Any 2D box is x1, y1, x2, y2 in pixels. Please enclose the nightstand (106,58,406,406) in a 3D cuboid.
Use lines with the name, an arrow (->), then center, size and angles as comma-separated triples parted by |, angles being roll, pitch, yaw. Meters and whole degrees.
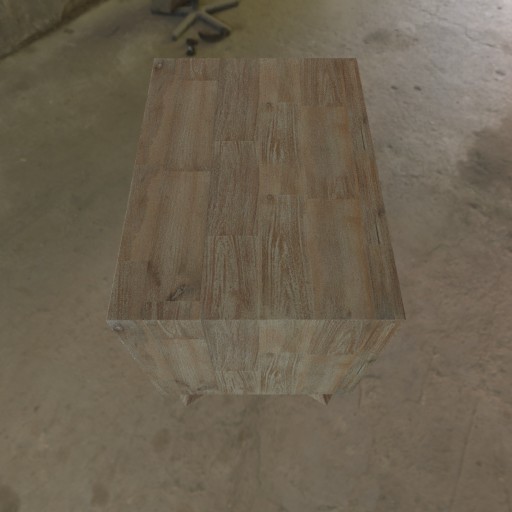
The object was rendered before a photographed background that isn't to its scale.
nightstand -> 0.000, 0.000, 0.978 | 0.396, 0.589, 0.552 | 0, 59, 0
